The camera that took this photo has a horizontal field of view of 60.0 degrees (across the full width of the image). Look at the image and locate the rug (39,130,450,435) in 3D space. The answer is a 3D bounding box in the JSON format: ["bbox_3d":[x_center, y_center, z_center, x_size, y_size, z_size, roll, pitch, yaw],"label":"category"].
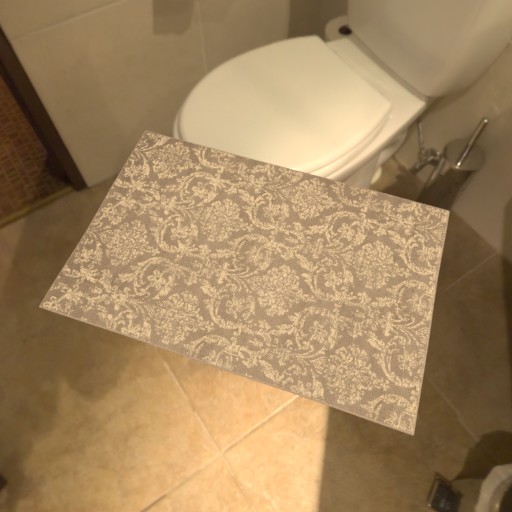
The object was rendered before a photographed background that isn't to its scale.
[{"bbox_3d":[0.000,0.000,3.445,2.746,0.018,1.819,17,63,9],"label":"rug"}]
